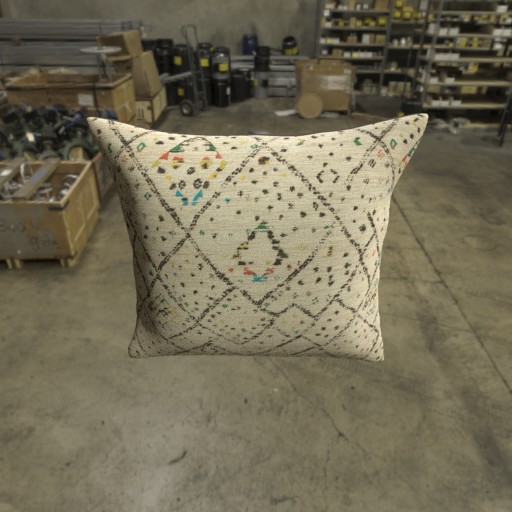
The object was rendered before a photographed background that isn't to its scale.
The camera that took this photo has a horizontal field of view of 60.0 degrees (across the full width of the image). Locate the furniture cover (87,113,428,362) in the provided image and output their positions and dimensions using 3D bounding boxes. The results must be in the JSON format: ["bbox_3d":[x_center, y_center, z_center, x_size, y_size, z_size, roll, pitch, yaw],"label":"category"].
[{"bbox_3d":[0.000,0.000,0.793,0.525,0.498,0.180,0,31,1],"label":"furniture cover"}]
